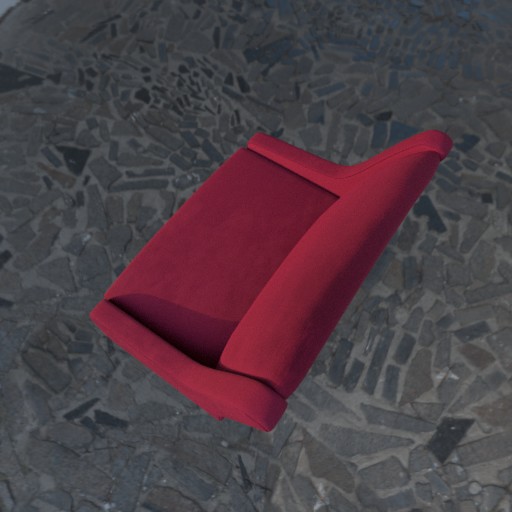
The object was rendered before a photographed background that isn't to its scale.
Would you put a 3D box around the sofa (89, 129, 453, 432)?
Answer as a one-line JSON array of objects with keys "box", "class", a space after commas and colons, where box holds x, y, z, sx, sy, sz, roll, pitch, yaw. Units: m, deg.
[{"box": [0.000, 0.000, 1.932, 0.946, 0.976, 1.242, 32, 66, 16], "class": "sofa"}]
